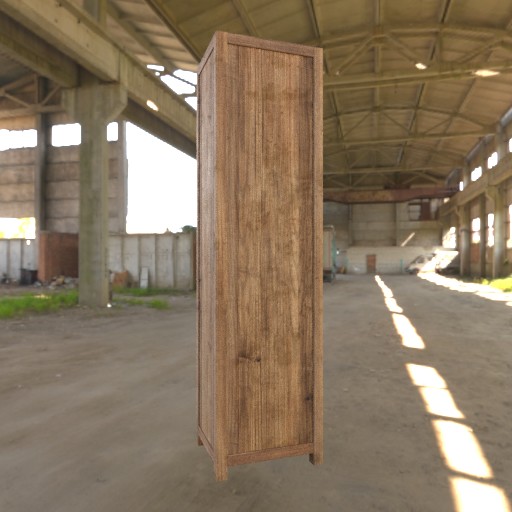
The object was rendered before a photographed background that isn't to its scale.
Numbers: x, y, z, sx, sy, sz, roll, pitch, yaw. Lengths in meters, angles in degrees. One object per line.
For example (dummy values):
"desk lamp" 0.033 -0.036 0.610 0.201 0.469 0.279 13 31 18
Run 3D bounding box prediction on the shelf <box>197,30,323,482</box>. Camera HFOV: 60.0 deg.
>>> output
"shelf" 0.000 0.000 2.146 0.500 1.900 0.428 0 0 -19
